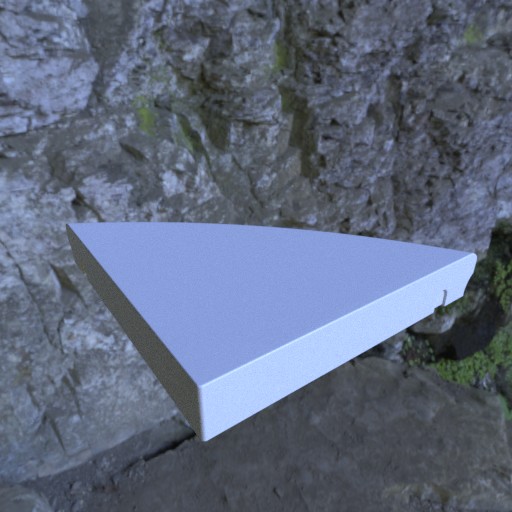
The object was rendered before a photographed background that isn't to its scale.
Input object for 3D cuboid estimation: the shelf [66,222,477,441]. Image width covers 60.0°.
[{"bbox_3d":[0.000,0.000,0.472,0.310,0.050,0.310,-19,34,-31],"label":"shelf"}]
